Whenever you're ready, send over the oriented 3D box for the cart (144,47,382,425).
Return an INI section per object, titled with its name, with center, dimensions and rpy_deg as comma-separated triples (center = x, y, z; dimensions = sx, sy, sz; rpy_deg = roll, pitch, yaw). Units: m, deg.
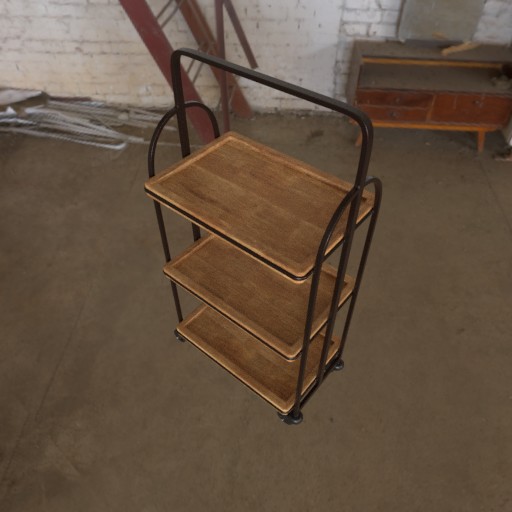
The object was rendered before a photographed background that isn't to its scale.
[cart]
center = 0.000, 0.000, 1.205
dimensions = 0.553, 1.001, 0.327
rpy_deg = 31, 53, 26
